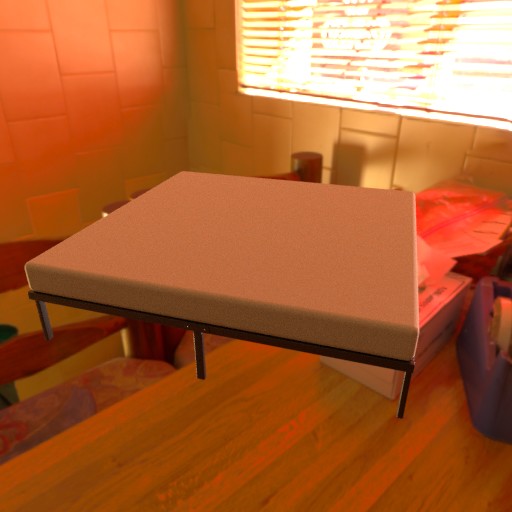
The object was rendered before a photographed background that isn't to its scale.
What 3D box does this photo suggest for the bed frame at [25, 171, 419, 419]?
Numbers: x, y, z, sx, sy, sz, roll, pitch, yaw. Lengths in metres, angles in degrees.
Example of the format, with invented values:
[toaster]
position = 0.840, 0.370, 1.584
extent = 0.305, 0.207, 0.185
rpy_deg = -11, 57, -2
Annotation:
[bed frame]
position = 0.000, 0.000, 3.927
extent = 2.635, 0.680, 2.526
rpy_deg = 8, 27, 16
